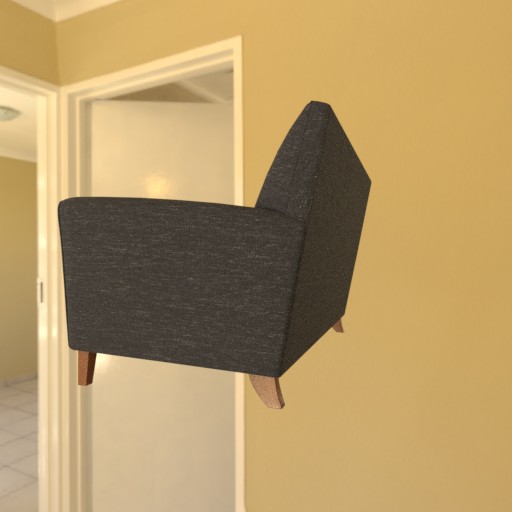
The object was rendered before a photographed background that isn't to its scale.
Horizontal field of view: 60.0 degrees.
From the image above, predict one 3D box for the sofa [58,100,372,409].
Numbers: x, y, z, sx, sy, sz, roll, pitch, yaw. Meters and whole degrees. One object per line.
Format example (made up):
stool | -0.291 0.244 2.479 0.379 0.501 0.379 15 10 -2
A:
sofa | 0.000 0.000 1.938 0.875 0.846 1.420 0 1 19
